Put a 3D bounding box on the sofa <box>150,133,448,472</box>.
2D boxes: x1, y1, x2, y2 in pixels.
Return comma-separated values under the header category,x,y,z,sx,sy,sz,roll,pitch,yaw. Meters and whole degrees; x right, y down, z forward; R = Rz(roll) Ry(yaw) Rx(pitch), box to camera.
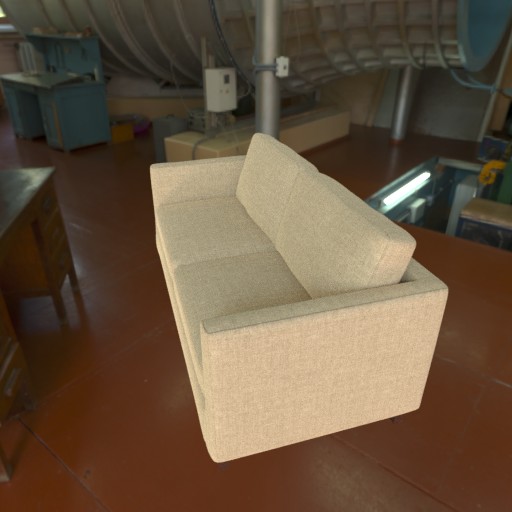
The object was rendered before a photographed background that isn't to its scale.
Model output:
category,x,y,z,sx,sy,sz,roll,pitch,yaw
sofa,0.000,0.000,2.409,0.950,0.963,1.884,-8,30,-15
